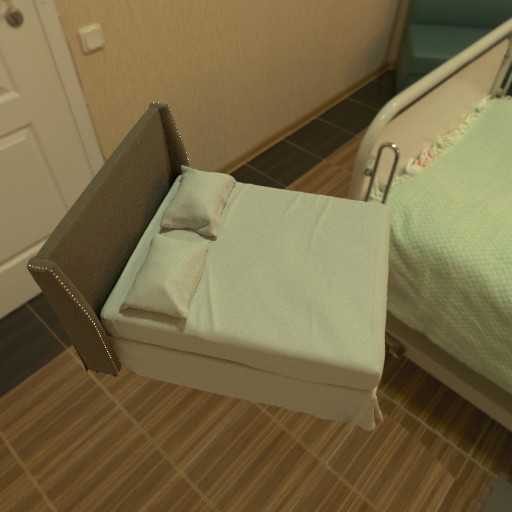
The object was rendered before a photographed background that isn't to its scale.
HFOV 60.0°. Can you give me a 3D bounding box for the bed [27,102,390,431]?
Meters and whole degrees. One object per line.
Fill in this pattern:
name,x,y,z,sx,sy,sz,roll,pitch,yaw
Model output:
bed,0.000,0.000,3.440,2.276,1.332,1.925,10,49,9
